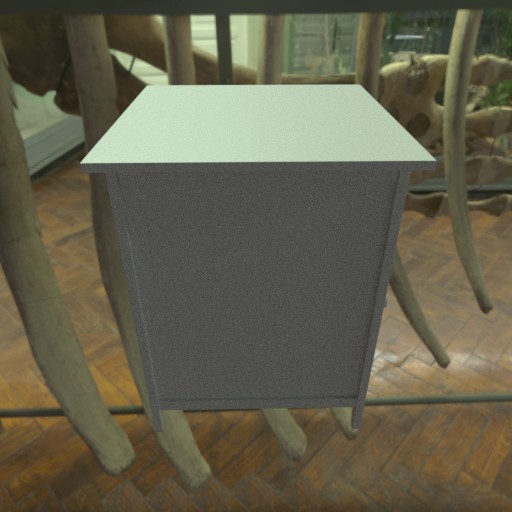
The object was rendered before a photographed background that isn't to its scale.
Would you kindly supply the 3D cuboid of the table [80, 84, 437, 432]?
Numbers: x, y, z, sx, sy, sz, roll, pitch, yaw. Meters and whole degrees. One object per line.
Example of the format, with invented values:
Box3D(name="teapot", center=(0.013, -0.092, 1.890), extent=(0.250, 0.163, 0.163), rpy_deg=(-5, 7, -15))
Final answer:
Box3D(name="table", center=(0.000, 0.000, 0.762), extent=(0.381, 0.483, 0.381), rpy_deg=(-1, 33, -1))
